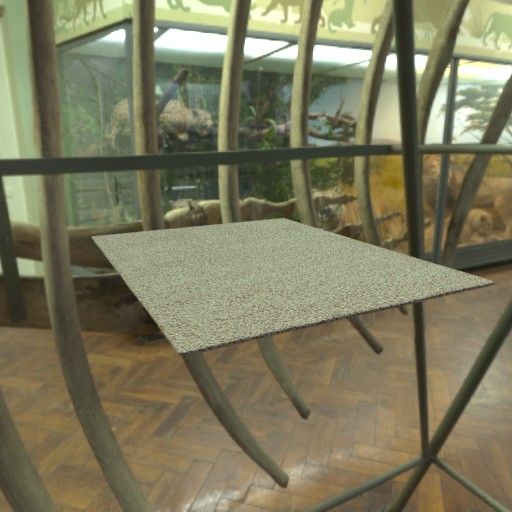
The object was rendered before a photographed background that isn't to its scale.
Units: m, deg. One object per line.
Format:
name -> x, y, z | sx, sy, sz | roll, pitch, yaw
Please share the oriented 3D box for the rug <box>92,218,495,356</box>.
rug -> 0.000, 0.000, 4.044 | 2.438, 0.029, 3.047 | -8, 17, -27
